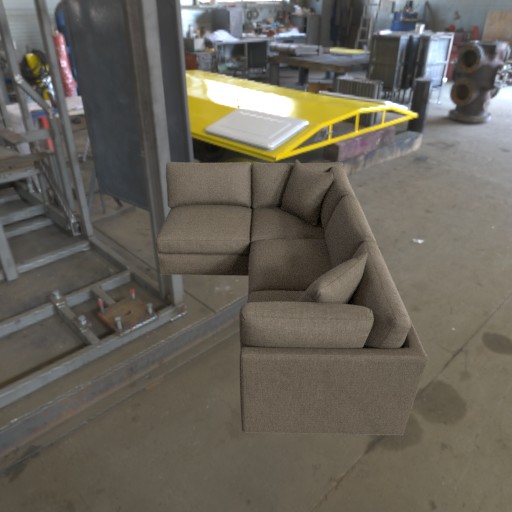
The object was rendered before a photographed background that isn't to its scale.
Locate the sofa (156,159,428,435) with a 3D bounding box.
[{"bbox_3d":[0.000,0.000,3.834,1.994,0.978,2.896,1,31,1],"label":"sofa"}]
